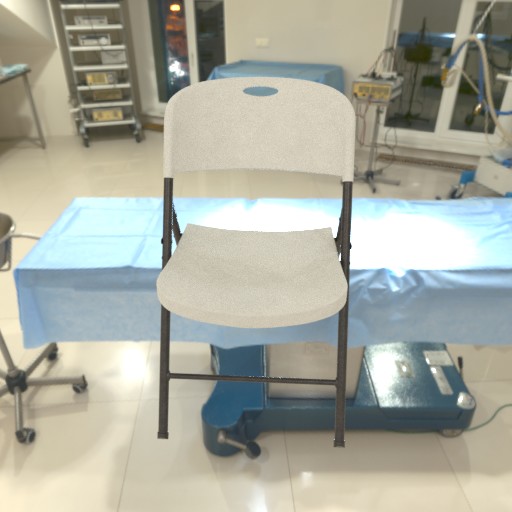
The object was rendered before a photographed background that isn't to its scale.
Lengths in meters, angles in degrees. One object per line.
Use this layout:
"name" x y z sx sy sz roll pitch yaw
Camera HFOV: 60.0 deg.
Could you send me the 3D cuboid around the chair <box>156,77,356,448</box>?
"chair" 0.000 0.000 1.183 0.494 0.810 0.566 2 31 3
